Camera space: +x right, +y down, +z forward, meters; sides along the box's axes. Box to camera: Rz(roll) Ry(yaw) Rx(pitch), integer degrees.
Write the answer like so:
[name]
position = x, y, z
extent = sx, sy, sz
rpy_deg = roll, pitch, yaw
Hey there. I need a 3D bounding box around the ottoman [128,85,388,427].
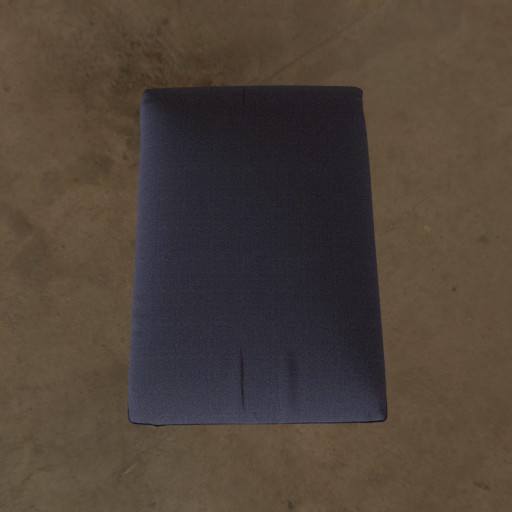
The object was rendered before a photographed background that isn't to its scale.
[ottoman]
position = 0.000, 0.000, 1.121
extent = 0.558, 0.486, 0.767
rpy_deg = -1, 77, 0
